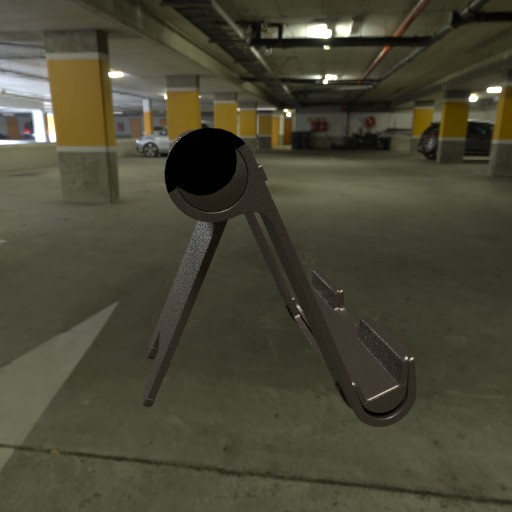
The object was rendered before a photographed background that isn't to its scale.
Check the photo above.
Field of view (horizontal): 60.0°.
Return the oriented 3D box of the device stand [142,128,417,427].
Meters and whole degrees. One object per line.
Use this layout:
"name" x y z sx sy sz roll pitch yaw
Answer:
"device stand" 0.000 0.000 0.152 0.079 0.084 0.088 -3 16 -10
